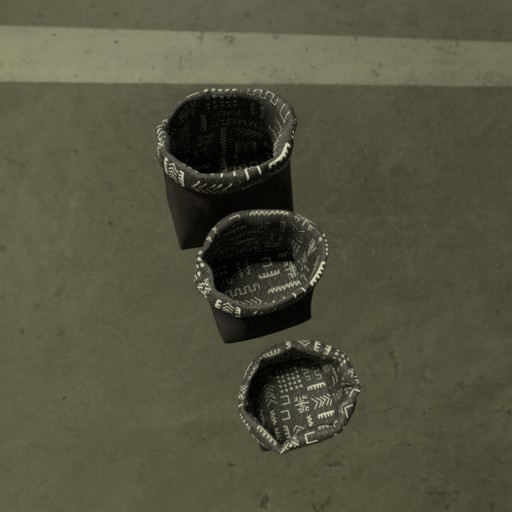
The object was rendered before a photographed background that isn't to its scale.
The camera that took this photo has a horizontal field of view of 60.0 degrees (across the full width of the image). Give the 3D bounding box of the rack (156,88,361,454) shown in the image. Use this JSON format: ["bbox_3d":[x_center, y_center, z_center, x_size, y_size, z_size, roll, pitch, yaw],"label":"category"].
[{"bbox_3d":[0.000,0.000,1.113,0.379,0.323,0.905,-14,65,-7],"label":"rack"}]
